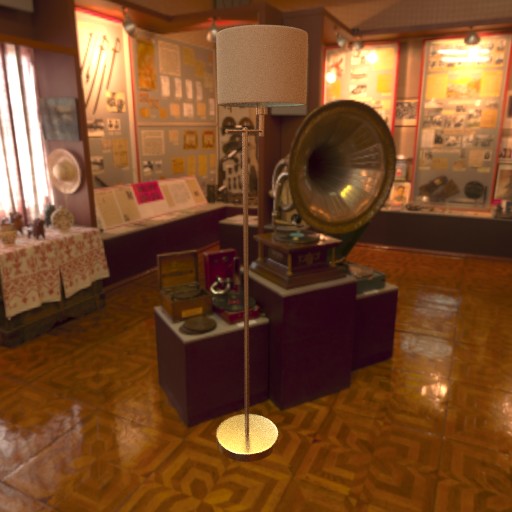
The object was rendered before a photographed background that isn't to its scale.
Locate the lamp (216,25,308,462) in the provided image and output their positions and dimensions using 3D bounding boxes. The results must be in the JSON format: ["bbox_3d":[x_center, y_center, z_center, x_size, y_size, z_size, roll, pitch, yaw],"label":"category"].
[{"bbox_3d":[0.000,0.000,1.747,0.324,1.600,0.416,8,18,27],"label":"lamp"}]
